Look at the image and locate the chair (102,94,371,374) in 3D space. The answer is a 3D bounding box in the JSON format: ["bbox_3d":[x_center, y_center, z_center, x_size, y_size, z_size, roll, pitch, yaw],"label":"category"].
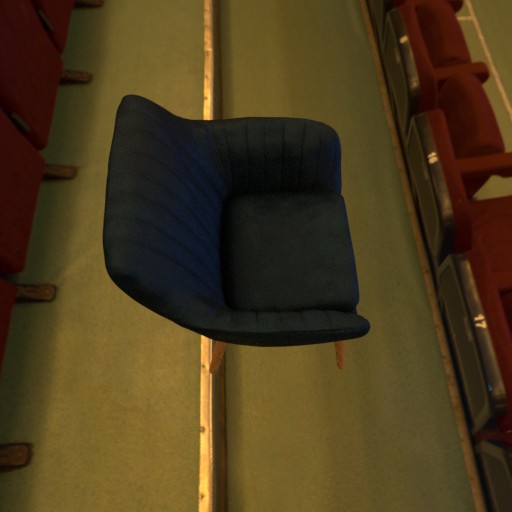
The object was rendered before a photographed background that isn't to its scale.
[{"bbox_3d":[0.000,0.000,1.207,0.573,0.826,0.578,-3,64,-1],"label":"chair"}]
